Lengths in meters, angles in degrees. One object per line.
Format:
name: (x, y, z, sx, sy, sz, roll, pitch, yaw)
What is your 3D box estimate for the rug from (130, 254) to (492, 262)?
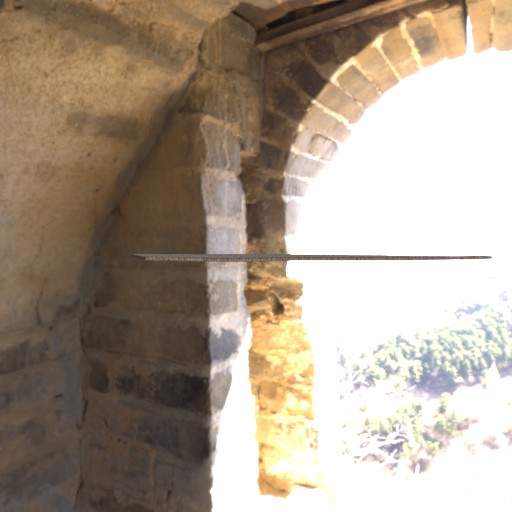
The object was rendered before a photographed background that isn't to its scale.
rug: (0.000, 0.000, 2.277, 1.211, 0.018, 1.822, 0, 1, -17)
